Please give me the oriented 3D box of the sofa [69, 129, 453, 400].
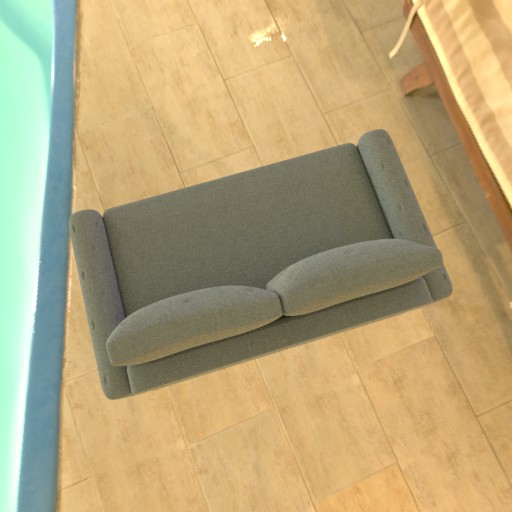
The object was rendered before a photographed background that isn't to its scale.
[{"bbox_3d":[0.000,0.000,2.147,1.650,0.790,0.920,-16,76,-4],"label":"sofa"}]
